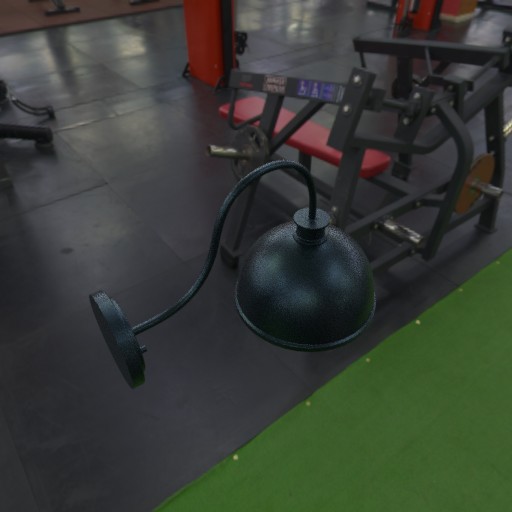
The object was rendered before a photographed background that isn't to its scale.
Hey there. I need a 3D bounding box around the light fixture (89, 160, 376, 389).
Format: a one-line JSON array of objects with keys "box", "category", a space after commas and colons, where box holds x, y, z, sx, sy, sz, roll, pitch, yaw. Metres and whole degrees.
[{"box": [0.000, 0.000, 0.662, 0.467, 0.295, 0.253, -25, 46, -26], "category": "light fixture"}]
